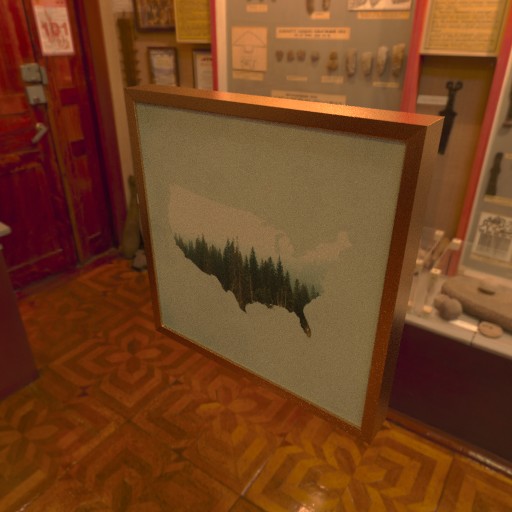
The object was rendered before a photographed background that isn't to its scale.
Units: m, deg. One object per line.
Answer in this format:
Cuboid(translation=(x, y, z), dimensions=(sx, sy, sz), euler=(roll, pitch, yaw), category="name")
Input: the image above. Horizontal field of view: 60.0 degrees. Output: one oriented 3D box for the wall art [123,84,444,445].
Cuboid(translation=(0.000, 0.000, 0.452), dimensions=(0.304, 0.304, 0.038), euler=(19, 34, 32), category="wall art")
